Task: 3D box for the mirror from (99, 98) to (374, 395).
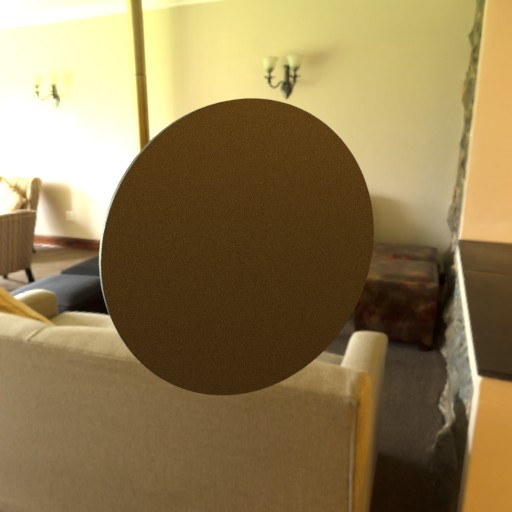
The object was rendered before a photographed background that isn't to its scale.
[{"bbox_3d":[0.000,0.000,1.604,1.077,1.077,0.036,-7,16,-26],"label":"mirror"}]
